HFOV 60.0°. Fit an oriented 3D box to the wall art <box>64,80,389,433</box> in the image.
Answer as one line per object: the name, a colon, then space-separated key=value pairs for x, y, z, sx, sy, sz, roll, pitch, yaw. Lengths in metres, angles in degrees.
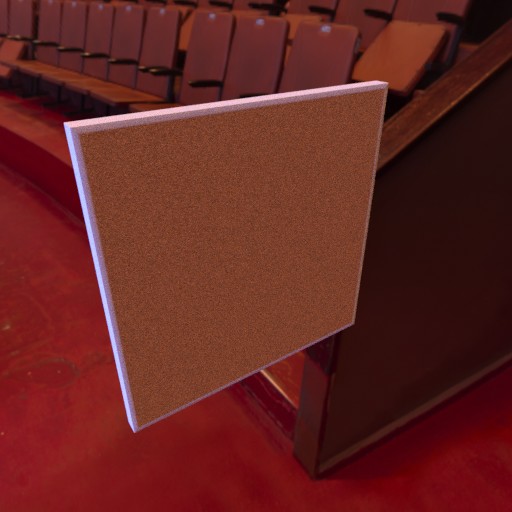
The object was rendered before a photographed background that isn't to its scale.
wall art: x=0.000 y=0.000 z=1.124 sx=0.768 sy=0.765 sz=0.041 roll=-19 pitch=35 yaw=-29
